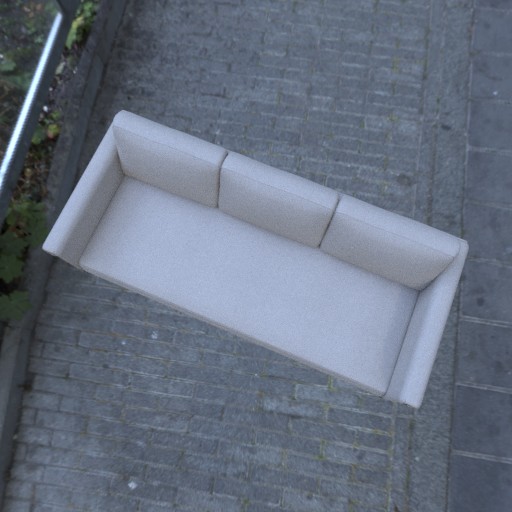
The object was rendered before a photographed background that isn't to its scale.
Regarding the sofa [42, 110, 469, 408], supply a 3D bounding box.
[{"bbox_3d":[0.000,0.000,2.687,2.210,0.838,0.959,22,76,6],"label":"sofa"}]
